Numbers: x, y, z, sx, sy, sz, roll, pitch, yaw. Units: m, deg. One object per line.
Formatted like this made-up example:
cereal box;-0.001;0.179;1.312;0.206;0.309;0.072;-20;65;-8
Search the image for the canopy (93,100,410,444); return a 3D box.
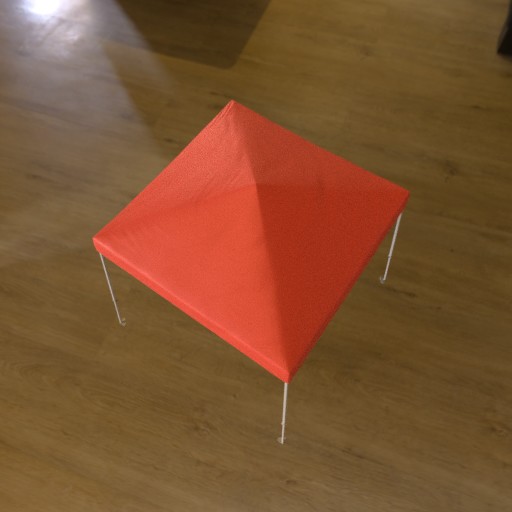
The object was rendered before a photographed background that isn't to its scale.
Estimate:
canopy;0.000;0.000;5.351;2.849;2.850;2.850;32;67;15
